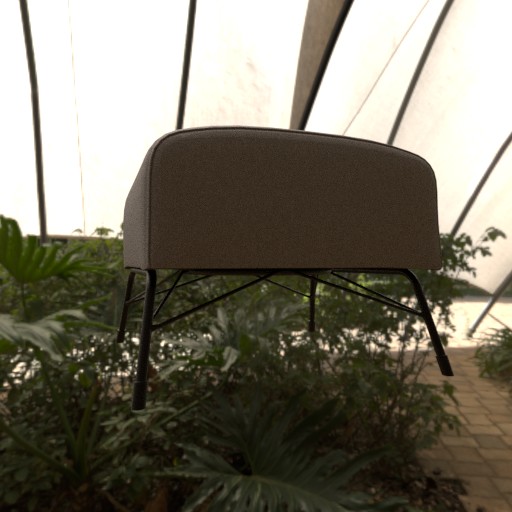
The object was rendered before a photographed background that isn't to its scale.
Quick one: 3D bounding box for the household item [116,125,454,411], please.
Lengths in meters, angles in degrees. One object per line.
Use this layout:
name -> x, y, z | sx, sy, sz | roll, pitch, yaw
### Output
household item -> 0.000, 0.000, 0.912 | 0.530, 0.410, 0.530 | 0, -1, -20
